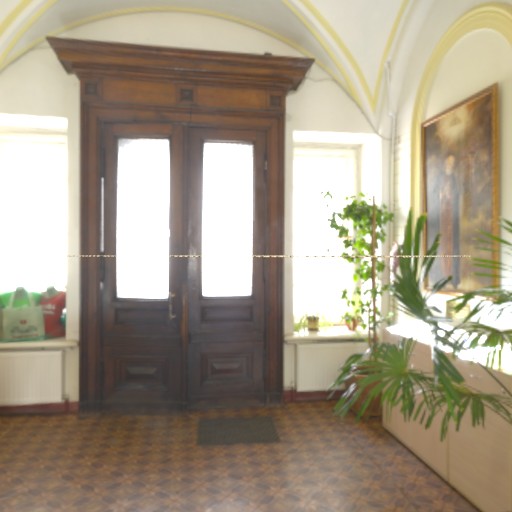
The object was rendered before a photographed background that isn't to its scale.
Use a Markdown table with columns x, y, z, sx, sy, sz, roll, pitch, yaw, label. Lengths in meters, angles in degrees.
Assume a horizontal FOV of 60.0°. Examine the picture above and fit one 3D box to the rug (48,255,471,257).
| x | y | z | sx | sy | sz | roll | pitch | yaw | label |
| --- | --- | --- | --- | --- | --- | --- | --- | --- | --- |
| 0.000 | 0.000 | 2.199 | 1.750 | 0.004 | 1.177 | 0 | 0 | 35 | rug |
